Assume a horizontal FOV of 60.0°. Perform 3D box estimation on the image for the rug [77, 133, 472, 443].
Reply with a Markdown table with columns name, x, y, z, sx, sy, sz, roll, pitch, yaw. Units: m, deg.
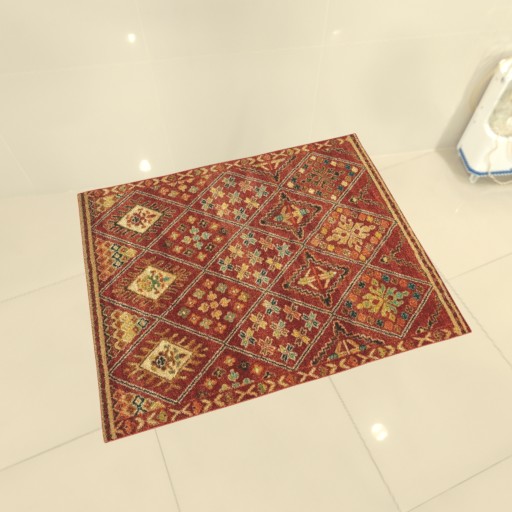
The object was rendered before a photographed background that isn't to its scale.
| name | x | y | z | sx | sy | sz | roll | pitch | yaw |
| --- | --- | --- | --- | --- | --- | --- | --- | --- | --- |
| rug | 0.000 | 0.000 | 4.133 | 3.086 | 0.030 | 2.489 | -14 | 59 | -9 |
